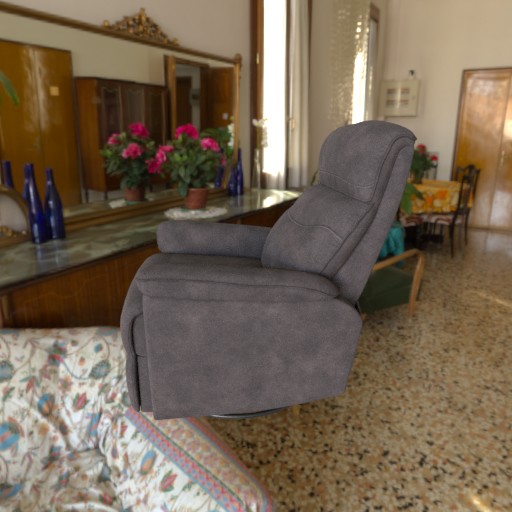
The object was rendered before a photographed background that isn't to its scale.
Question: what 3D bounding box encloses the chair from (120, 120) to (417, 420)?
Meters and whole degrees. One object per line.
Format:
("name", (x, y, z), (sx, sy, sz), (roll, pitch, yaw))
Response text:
("chair", (0.000, 0.000, 1.768), (1.009, 1.035, 0.830), (-2, 16, -6))
